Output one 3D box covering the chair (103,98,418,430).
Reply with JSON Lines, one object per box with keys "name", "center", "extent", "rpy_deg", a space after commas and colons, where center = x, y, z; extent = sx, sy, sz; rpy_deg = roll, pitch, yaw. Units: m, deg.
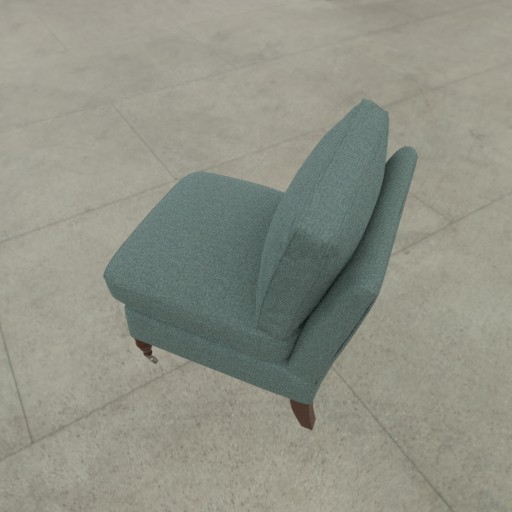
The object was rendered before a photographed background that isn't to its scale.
{"name": "chair", "center": [0.000, 0.000, 1.445], "extent": [0.796, 0.901, 0.624], "rpy_deg": [17, 48, 15]}
